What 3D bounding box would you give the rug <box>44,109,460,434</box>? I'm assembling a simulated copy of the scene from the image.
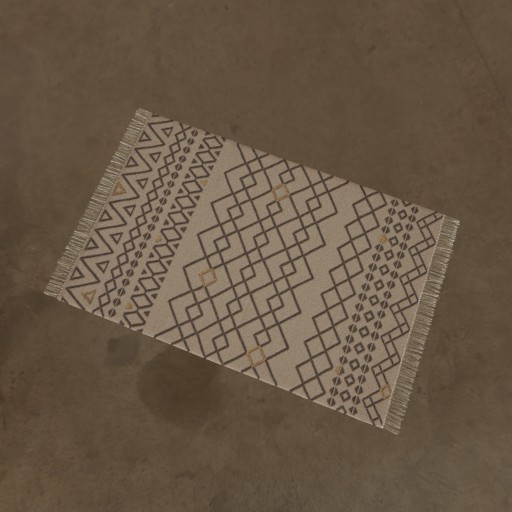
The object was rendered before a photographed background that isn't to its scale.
[{"bbox_3d":[0.000,0.000,2.456,2.023,0.028,1.224,20,76,5],"label":"rug"}]
